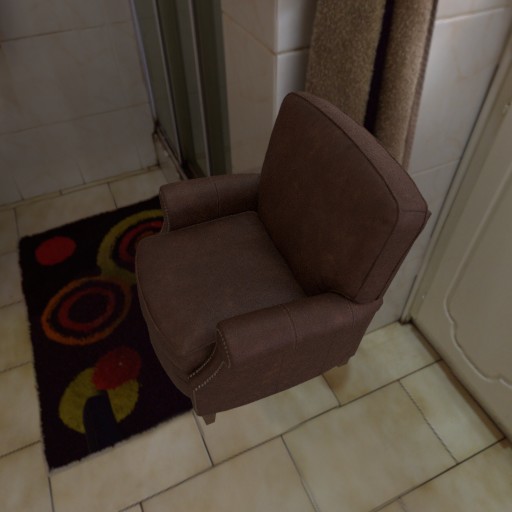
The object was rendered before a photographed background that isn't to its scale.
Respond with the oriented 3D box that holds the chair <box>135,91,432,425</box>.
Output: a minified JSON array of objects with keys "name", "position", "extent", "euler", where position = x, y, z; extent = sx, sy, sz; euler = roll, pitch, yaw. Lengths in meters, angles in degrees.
[{"name":"chair","position":[0.000,0.000,1.797],"extent":[0.986,1.018,0.936],"euler":[-17,49,-15]}]
